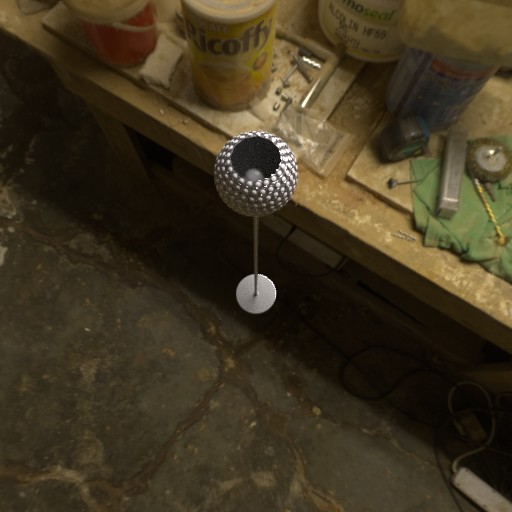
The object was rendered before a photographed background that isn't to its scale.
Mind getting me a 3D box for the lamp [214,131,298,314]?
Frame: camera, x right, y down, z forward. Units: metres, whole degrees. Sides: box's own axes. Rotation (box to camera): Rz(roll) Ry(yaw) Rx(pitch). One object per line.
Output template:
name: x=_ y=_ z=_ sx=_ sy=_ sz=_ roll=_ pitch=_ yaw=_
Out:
lamp: x=0.000 y=0.000 z=1.983 sx=0.254 sy=1.805 sz=0.254 roll=0 pitch=74 yaw=0
